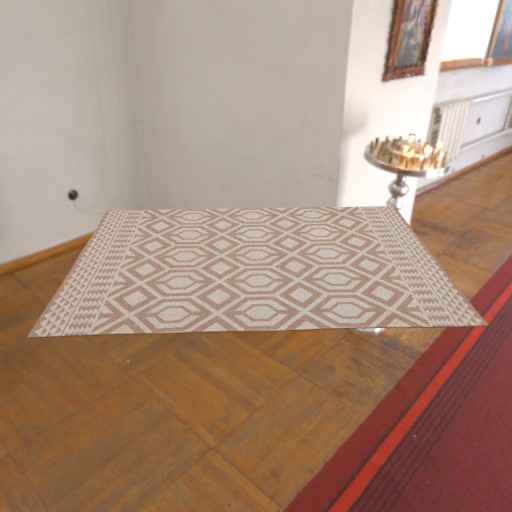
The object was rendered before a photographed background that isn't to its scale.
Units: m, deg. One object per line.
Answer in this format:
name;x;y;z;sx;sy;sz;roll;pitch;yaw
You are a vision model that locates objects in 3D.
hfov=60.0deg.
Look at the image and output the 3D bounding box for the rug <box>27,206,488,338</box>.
rug;0.000;0.000;2.286;1.829;0.008;1.219;-1;30;-2
